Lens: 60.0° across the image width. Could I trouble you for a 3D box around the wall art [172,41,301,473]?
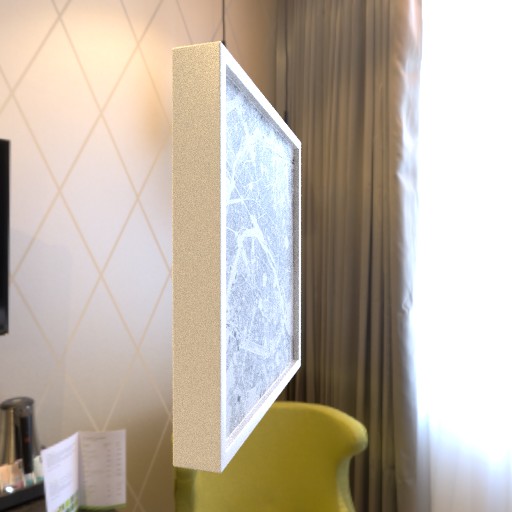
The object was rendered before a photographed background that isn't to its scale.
[{"bbox_3d":[0.000,0.000,0.462,0.038,0.305,0.305,0,1,16],"label":"wall art"}]
